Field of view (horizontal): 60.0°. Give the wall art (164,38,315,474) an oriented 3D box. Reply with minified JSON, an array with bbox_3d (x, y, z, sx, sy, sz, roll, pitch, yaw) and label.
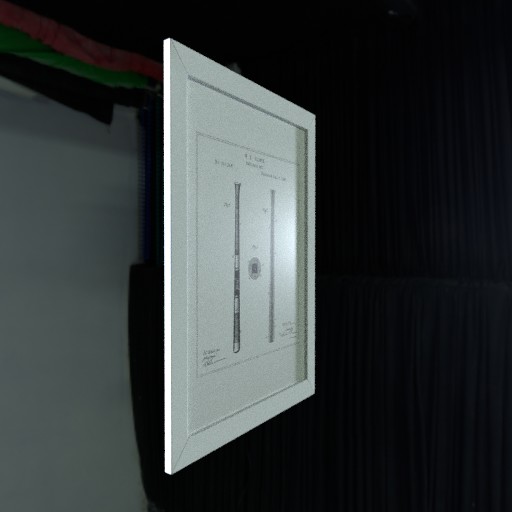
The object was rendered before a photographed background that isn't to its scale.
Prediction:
[{"bbox_3d":[0.000,0.000,0.692,0.012,0.529,0.374,1,1,35],"label":"wall art"}]
